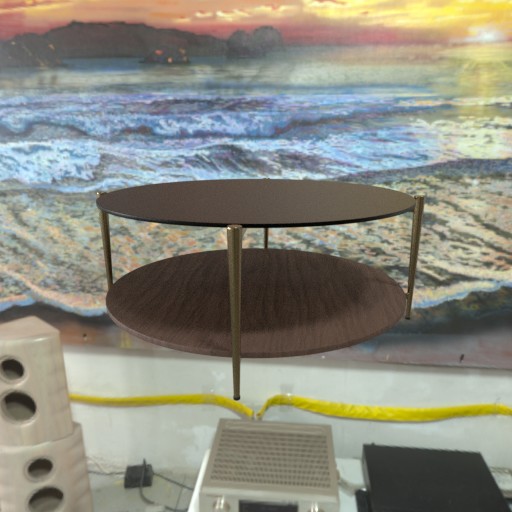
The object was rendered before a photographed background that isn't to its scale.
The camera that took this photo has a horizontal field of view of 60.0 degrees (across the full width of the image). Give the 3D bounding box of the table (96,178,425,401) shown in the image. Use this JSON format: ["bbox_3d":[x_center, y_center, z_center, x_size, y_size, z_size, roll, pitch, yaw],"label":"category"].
[{"bbox_3d":[0.000,0.000,1.427,0.938,0.400,0.938,-7,17,-24],"label":"table"}]
